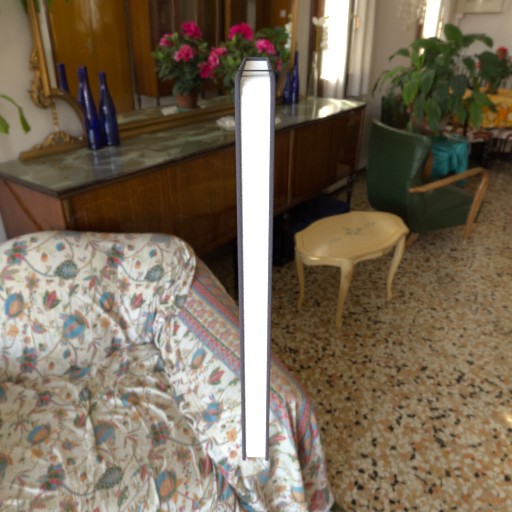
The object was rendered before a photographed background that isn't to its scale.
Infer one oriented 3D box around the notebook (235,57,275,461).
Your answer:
[{"bbox_3d":[0.000,0.000,0.267,0.016,0.213,0.127,0,27,0],"label":"notebook"}]
